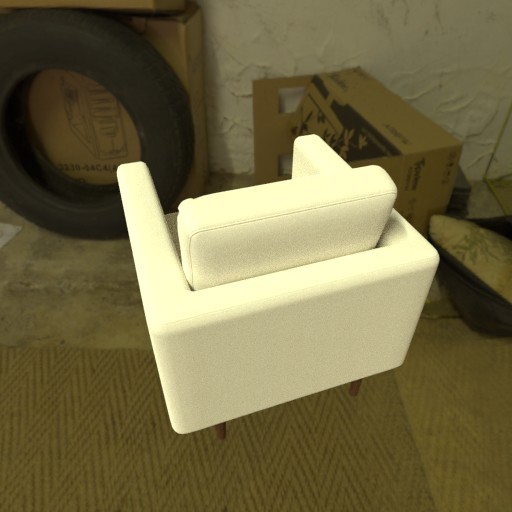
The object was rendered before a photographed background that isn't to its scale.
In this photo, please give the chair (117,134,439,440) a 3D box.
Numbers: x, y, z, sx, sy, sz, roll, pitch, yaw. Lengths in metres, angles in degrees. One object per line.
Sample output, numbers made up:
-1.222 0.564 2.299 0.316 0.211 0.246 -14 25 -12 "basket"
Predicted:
0.000 0.000 1.601 0.831 0.899 0.879 -13 42 -14 "chair"
